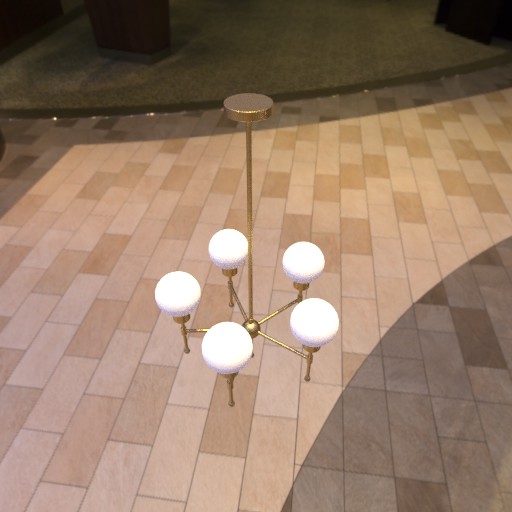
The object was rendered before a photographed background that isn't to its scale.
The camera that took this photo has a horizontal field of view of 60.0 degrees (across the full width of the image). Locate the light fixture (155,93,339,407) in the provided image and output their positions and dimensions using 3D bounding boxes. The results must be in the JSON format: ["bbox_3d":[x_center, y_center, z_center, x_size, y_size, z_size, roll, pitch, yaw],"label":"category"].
[{"bbox_3d":[0.000,0.000,1.875,0.785,1.331,0.815,-27,47,-28],"label":"light fixture"}]
